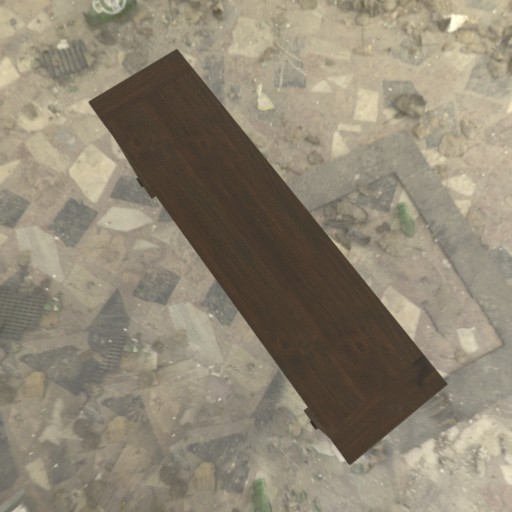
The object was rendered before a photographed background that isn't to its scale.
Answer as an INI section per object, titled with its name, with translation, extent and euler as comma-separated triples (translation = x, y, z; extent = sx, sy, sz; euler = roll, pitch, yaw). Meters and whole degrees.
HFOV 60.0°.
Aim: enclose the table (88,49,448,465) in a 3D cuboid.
[table]
translation = 0.000, 0.000, 1.944
extent = 0.442, 0.762, 1.599
euler = -35, 78, -9
